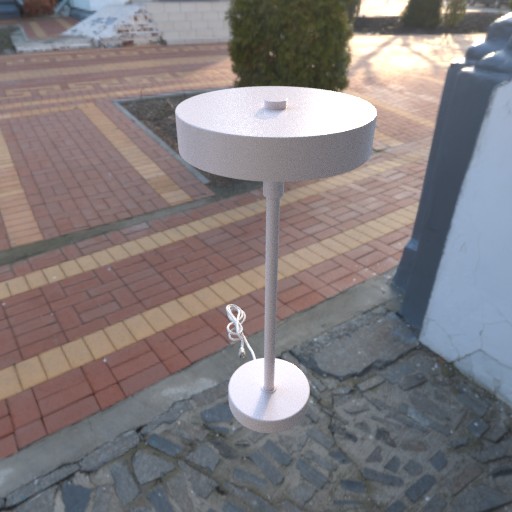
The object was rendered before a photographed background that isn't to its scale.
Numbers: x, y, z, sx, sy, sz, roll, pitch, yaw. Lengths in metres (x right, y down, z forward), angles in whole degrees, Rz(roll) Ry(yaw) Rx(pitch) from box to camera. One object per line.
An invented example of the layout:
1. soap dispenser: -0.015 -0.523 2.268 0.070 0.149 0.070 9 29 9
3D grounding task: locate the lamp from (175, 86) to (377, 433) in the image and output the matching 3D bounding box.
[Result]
1. lamp: 0.000 0.000 0.698 0.229 0.508 0.369 -10 34 -15
